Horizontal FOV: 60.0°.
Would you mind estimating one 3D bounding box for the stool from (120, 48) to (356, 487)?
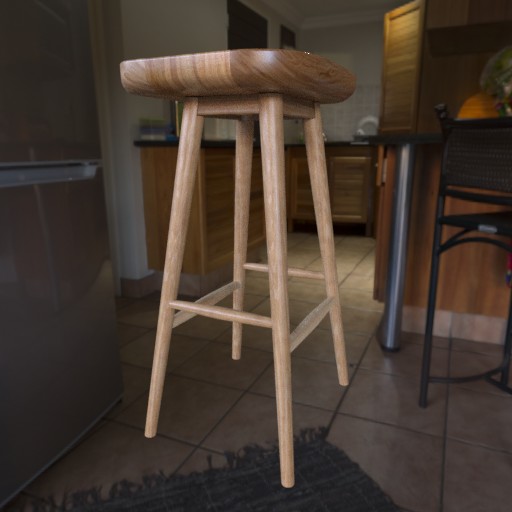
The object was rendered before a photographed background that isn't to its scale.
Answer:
[{"bbox_3d":[0.000,0.000,0.902,0.322,0.698,0.407,7,16,25],"label":"stool"}]
